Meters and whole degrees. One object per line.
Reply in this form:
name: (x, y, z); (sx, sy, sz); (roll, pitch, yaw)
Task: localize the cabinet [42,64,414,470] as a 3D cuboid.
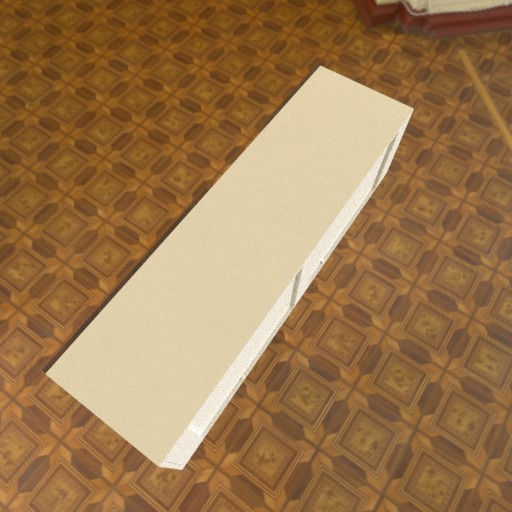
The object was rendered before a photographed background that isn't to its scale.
cabinet: (0.000, 0.000, 1.705); (0.431, 0.533, 1.499); (32, 67, 15)
